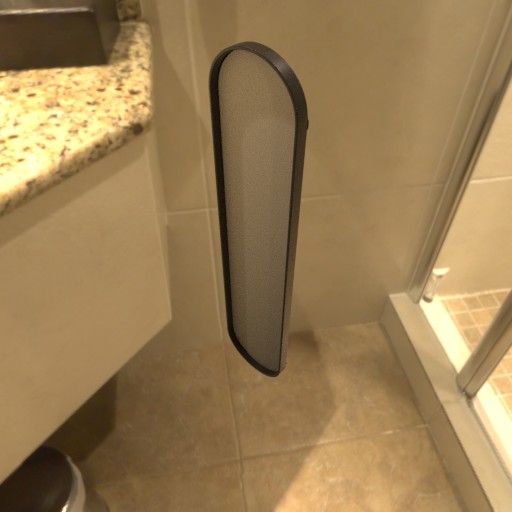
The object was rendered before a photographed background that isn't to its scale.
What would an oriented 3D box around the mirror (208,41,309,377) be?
[{"bbox_3d":[0.000,0.000,1.087,0.222,0.991,0.032,34,54,29],"label":"mirror"}]
